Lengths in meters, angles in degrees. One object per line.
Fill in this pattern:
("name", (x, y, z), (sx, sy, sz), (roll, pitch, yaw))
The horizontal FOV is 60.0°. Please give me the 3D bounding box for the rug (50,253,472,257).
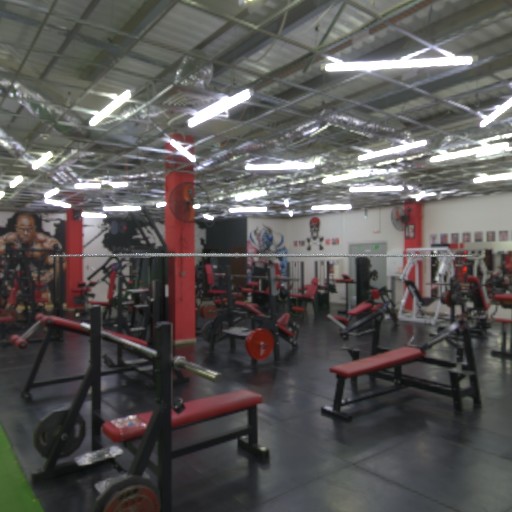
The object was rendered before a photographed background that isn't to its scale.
("rug", (0.000, 0.000, 4.146), (3.123, 0.017, 2.447), (0, 0, -35))
